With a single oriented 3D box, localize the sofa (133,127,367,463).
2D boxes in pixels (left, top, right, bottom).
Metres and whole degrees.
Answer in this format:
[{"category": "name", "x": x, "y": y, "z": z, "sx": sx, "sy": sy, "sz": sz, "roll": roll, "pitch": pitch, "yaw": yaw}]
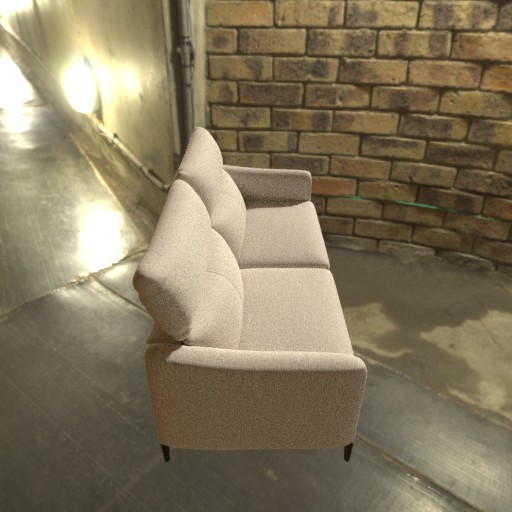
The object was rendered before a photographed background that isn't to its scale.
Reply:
[{"category": "sofa", "x": 0.000, "y": 0.000, "z": 2.459, "sx": 0.856, "sy": 0.956, "sz": 2.015, "roll": 0, "pitch": 32, "yaw": 0}]
